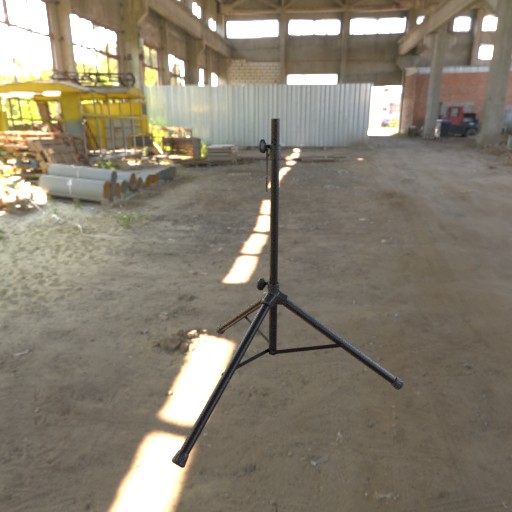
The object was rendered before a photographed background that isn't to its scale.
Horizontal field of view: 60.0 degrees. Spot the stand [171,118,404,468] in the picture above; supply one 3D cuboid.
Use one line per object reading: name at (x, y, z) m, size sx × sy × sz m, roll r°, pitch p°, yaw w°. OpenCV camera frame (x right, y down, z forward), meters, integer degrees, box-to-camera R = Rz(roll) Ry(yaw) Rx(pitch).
stand at (0.000, 0.000, 1.919) m, size 1.045 × 1.136 × 0.907 m, roll -8°, pitch 19°, yaw -25°
